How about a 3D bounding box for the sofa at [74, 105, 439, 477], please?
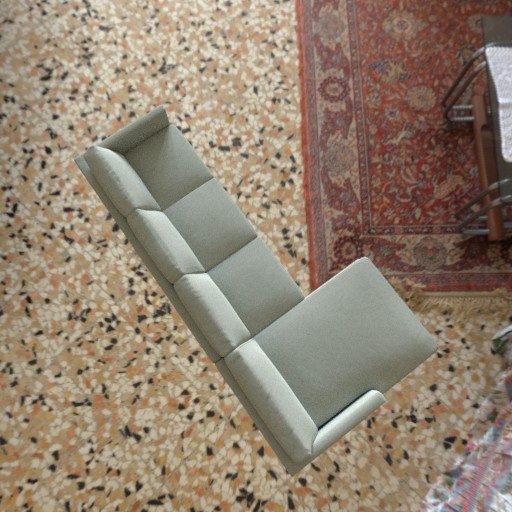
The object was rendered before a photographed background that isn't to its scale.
[{"bbox_3d":[0.000,0.000,3.947,1.650,0.922,3.205,-35,79,-8],"label":"sofa"}]
